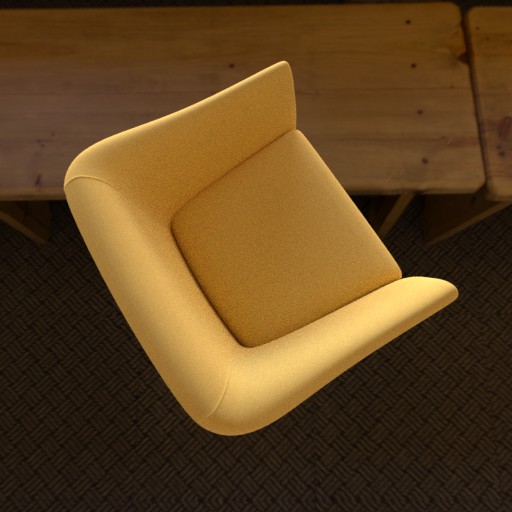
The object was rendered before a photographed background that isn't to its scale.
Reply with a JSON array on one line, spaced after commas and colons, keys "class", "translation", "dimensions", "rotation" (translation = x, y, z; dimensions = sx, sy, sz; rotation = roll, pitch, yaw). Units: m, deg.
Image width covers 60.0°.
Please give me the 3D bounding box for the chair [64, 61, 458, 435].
[{"class": "chair", "translation": [0.000, 0.000, 1.317], "dimensions": [0.700, 0.720, 0.790], "rotation": [-32, 78, -7]}]
